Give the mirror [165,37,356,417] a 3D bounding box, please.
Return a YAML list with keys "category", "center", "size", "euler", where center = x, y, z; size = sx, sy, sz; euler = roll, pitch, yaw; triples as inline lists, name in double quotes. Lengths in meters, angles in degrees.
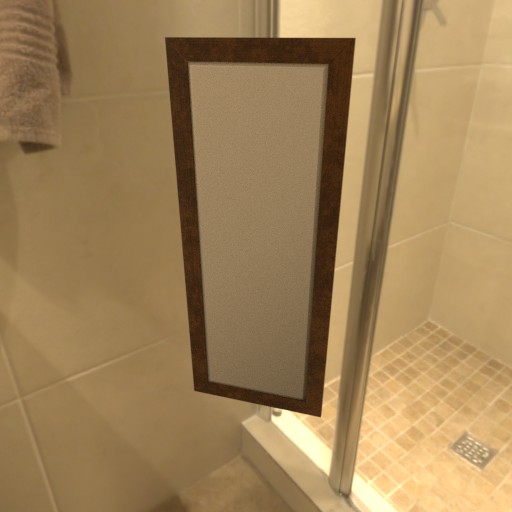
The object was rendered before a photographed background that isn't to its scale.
- category: "mirror"
  center: [0.000, 0.000, 2.297]
  size: [0.812, 2.031, 0.032]
  euler: [7, 28, 14]
